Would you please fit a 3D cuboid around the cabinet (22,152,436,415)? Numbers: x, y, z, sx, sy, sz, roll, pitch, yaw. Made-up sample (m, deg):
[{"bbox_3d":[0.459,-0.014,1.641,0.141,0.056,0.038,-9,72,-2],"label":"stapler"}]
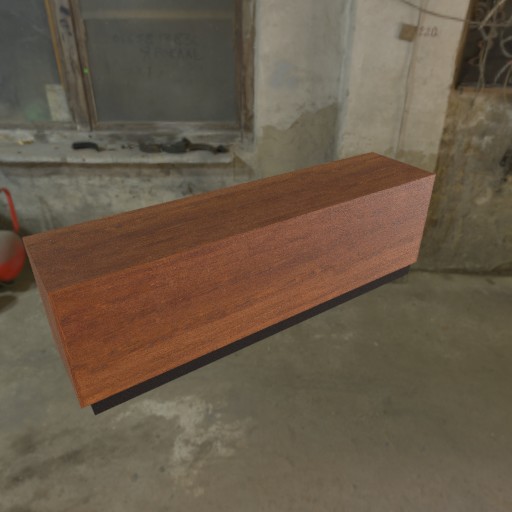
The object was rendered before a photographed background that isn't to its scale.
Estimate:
[{"bbox_3d":[0.000,0.000,1.830,1.600,0.510,0.419,-19,36,-28],"label":"cabinet"}]
